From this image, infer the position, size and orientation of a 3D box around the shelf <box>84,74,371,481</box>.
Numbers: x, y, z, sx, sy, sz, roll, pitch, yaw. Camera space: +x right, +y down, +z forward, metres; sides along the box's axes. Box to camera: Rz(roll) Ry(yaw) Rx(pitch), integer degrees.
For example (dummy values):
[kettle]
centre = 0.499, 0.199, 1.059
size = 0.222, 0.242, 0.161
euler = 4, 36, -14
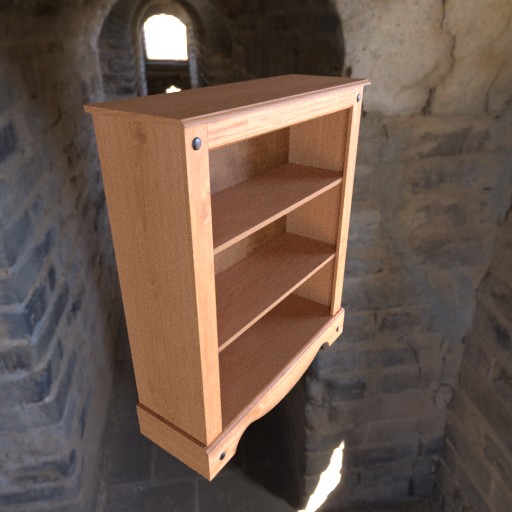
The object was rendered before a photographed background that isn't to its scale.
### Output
[shelf]
centre = 0.000, 0.000, 1.385
size = 0.291, 0.980, 0.840
euler = 18, 32, 31
